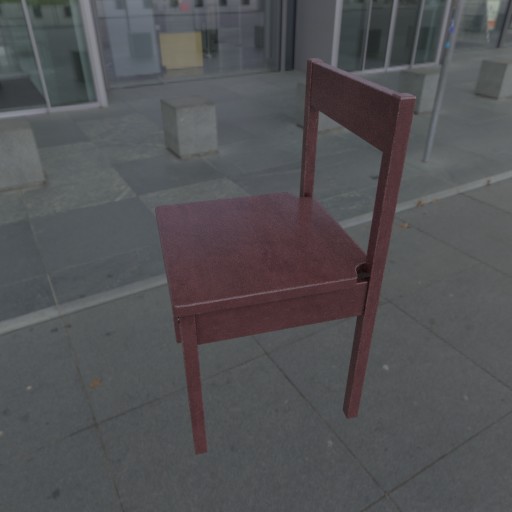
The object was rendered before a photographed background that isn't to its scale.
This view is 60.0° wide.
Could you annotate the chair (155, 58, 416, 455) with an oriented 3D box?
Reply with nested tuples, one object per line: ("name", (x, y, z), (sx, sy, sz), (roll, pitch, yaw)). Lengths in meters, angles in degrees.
("chair", (0.000, 0.000, 0.885), (0.361, 0.668, 0.367), (-8, 33, -13))
